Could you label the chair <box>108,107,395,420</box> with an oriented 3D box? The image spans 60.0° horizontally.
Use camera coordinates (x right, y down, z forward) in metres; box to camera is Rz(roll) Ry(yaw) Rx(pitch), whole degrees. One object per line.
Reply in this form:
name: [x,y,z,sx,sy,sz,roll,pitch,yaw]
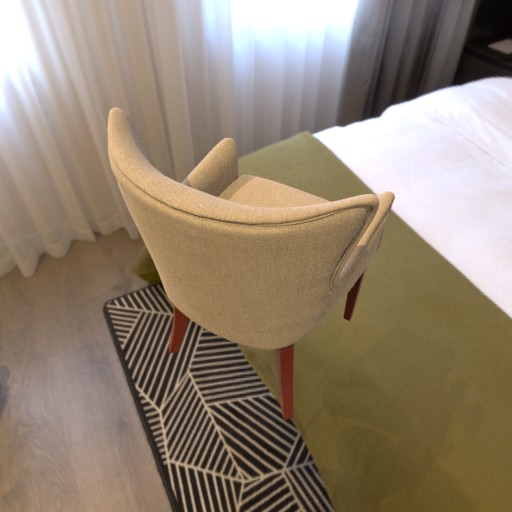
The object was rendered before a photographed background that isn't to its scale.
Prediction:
chair: [0.000,0.000,1.431,0.732,0.948,0.677,24,50,21]
